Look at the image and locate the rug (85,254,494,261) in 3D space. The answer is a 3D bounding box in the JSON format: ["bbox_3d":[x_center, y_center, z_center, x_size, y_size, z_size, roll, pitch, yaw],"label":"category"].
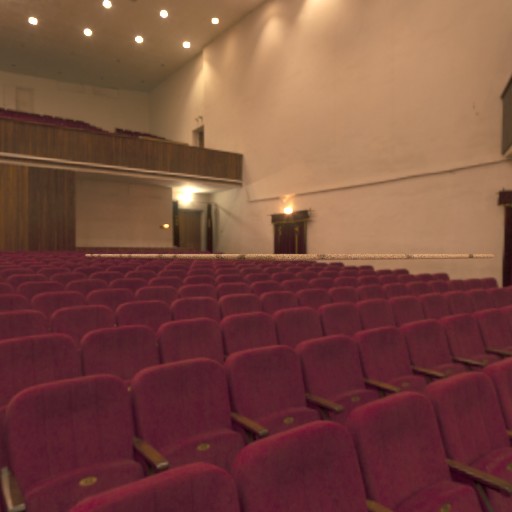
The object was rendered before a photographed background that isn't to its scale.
[{"bbox_3d":[0.000,0.000,3.375,1.801,0.026,2.701,0,0,-36],"label":"rug"}]
